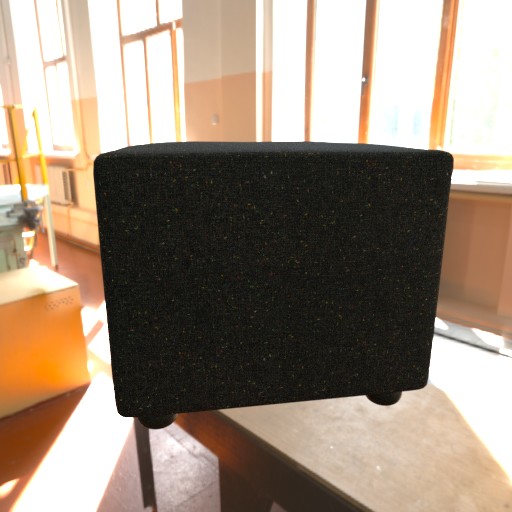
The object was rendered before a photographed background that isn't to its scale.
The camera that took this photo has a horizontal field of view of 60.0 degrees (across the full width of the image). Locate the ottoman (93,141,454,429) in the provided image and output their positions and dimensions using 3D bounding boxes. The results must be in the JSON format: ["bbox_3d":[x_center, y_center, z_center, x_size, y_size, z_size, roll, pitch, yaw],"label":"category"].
[{"bbox_3d":[0.000,0.000,0.866,0.508,0.432,0.508,-2,15,-9],"label":"ottoman"}]
